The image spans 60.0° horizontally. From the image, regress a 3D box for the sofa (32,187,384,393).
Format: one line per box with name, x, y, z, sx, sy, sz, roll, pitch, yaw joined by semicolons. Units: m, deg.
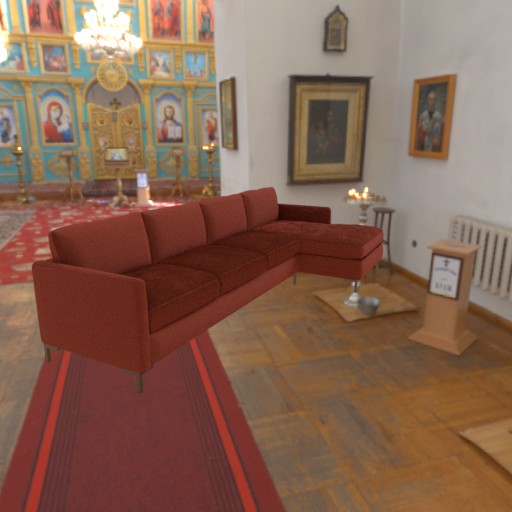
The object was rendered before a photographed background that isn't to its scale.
sofa;0.000;0.000;3.460;1.350;0.810;2.932;8;16;27
